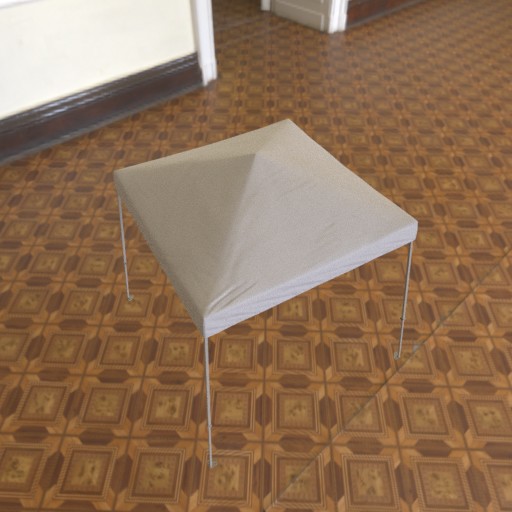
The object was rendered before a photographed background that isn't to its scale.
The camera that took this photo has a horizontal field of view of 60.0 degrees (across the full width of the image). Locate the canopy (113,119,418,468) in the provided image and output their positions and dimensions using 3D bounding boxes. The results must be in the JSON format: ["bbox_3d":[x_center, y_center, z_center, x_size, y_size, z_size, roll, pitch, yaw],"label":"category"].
[{"bbox_3d":[0.000,0.000,6.715,3.600,3.600,3.599,-23,50,-20],"label":"canopy"}]
